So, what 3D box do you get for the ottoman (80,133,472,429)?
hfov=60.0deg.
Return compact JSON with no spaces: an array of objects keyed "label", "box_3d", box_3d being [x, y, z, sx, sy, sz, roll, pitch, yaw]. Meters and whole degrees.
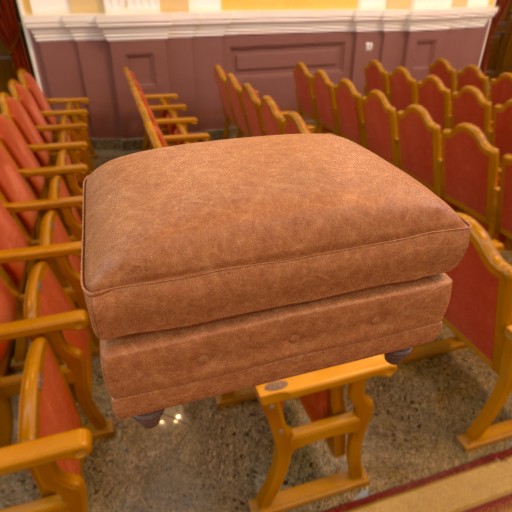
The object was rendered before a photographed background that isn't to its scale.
[{"label":"ottoman","box_3d":[0.000,0.000,1.030,0.710,0.480,0.533,-10,33,-15]}]
